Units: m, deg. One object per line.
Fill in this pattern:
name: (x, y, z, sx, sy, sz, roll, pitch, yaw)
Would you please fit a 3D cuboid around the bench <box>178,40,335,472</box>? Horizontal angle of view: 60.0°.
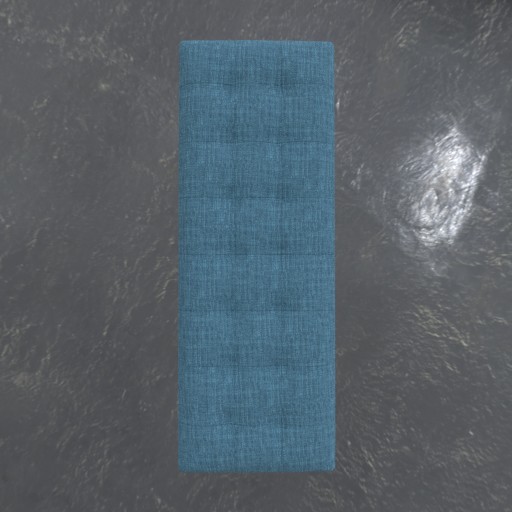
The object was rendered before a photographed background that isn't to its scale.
bench: (0.000, 0.000, 1.315, 0.406, 0.432, 1.118, 0, 89, -1)
